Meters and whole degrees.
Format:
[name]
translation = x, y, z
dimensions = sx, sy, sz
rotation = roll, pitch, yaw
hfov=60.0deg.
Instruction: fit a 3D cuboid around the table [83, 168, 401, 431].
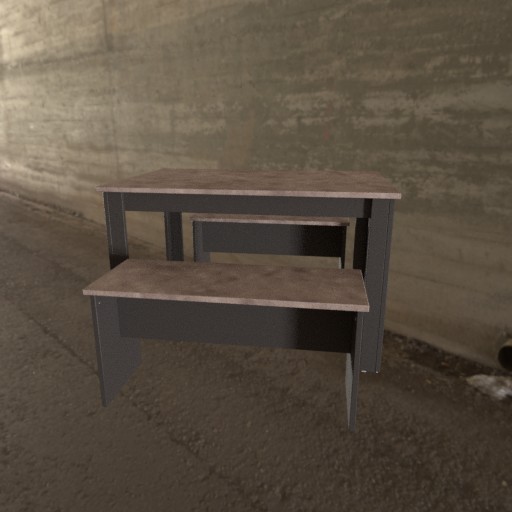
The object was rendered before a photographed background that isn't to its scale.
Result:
[table]
translation = 0.000, 0.000, 2.012
dimensions = 1.100, 0.700, 1.443
rotation = 2, 17, 8
